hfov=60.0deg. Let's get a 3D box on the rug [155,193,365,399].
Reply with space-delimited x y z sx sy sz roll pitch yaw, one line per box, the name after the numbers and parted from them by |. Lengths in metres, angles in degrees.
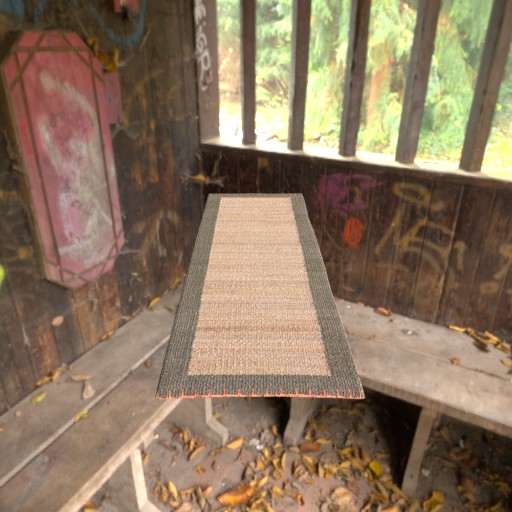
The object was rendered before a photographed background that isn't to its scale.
0.000 0.000 2.744 0.810 0.016 2.413 0 26 0 | rug
